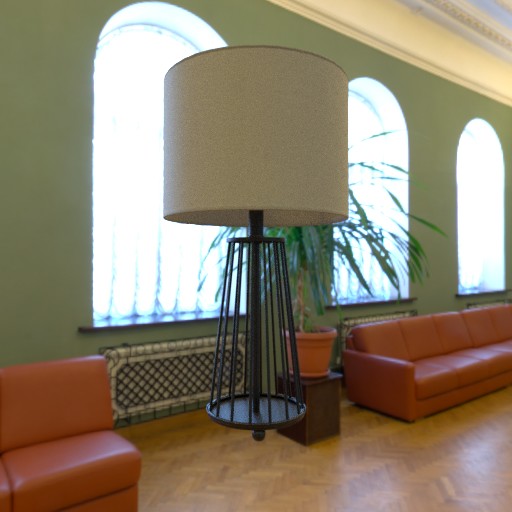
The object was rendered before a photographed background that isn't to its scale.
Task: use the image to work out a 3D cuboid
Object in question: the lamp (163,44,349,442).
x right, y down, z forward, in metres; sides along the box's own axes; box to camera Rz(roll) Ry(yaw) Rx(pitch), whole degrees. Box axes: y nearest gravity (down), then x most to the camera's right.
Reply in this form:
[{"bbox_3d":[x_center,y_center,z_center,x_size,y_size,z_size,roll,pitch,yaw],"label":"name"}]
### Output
[{"bbox_3d":[0.000,0.000,0.781,0.322,0.593,0.322,1,-1,-38],"label":"lamp"}]
